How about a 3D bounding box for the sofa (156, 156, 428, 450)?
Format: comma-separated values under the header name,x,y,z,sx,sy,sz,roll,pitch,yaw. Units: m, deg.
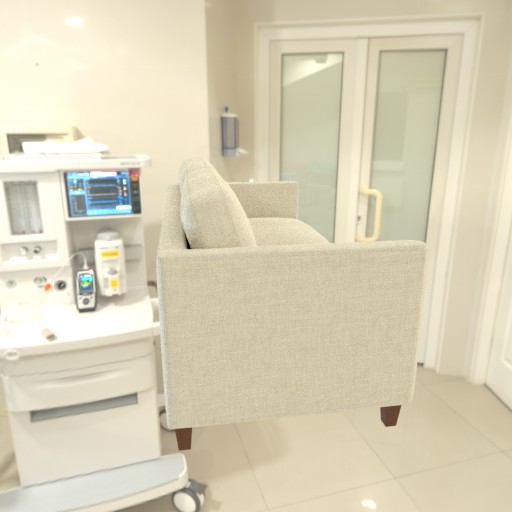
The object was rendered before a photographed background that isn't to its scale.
name,x,y,z,sx,sy,sz,roll,pitch,yaw
sofa,0.000,0.000,2.377,0.950,0.963,1.838,-3,17,-9
